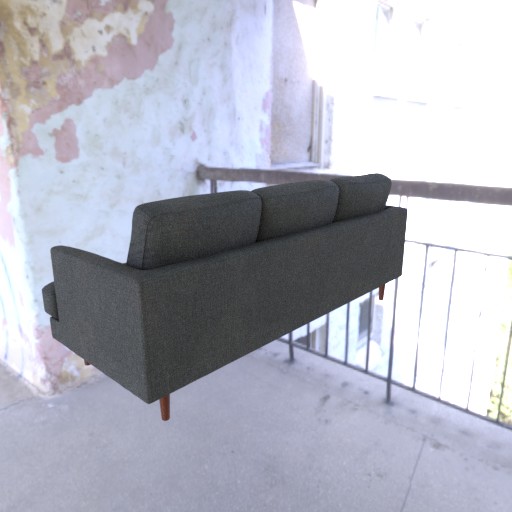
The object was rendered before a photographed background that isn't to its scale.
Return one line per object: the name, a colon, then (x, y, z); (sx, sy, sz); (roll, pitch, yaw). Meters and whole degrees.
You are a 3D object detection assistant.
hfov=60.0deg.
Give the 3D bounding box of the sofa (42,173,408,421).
sofa: (0.000, 0.000, 2.713); (0.903, 0.930, 2.246); (14, 21, 41)
